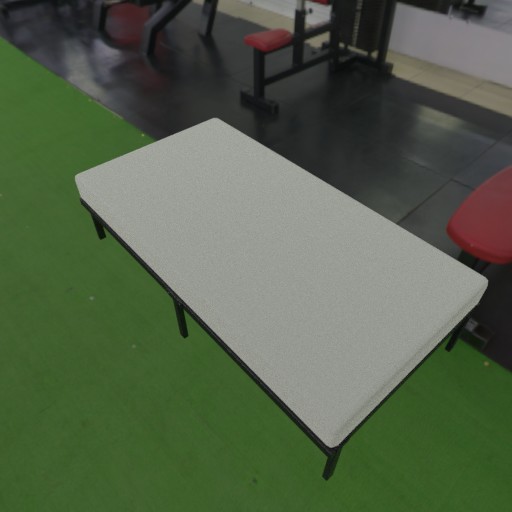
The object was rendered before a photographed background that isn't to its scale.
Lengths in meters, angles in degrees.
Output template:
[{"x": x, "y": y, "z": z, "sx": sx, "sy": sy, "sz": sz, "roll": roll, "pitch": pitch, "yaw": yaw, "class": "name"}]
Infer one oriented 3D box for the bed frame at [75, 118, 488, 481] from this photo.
[{"x": 0.000, "y": 0.000, "z": 3.189, "sx": 1.393, "sy": 0.680, "sz": 2.635, "roll": -32, "pitch": 54, "yaw": -28, "class": "bed frame"}]
